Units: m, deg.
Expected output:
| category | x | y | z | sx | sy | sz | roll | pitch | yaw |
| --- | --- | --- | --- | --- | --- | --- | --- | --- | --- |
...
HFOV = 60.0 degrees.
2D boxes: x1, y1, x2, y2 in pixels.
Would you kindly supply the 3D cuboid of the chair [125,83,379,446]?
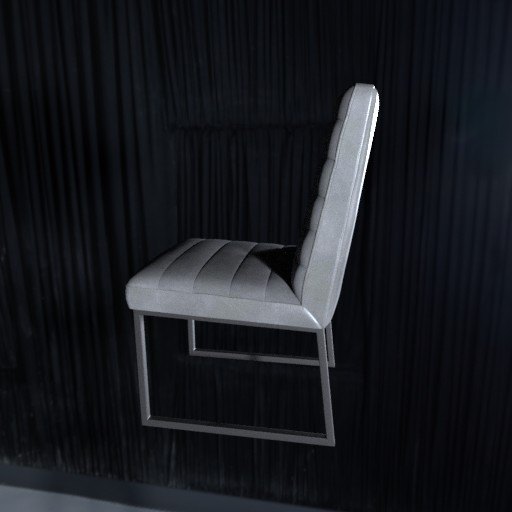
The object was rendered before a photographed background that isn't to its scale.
| category | x | y | z | sx | sy | sz | roll | pitch | yaw |
| --- | --- | --- | --- | --- | --- | --- | --- | --- | --- |
| chair | 0.000 | 0.000 | 1.349 | 0.634 | 0.930 | 0.520 | 2 | 15 | 9 |
